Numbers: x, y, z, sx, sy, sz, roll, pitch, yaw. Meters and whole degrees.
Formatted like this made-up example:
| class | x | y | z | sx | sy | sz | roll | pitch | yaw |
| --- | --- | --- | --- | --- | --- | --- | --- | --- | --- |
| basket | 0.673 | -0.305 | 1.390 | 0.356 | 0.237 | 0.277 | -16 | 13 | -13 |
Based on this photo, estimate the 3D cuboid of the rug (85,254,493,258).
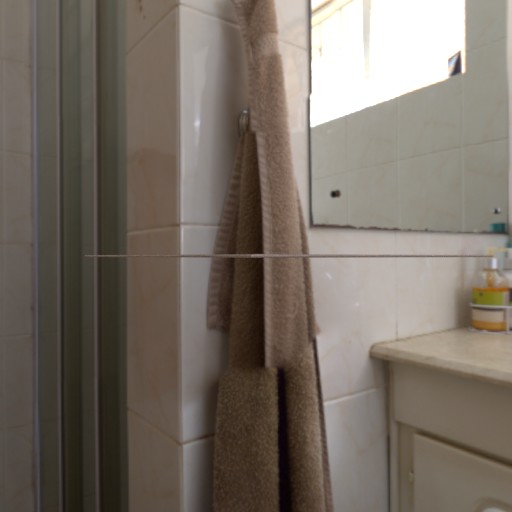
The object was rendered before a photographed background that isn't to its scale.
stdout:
| class | x | y | z | sx | sy | sz | roll | pitch | yaw |
| --- | --- | --- | --- | --- | --- | --- | --- | --- | --- |
| rug | 0.000 | 0.000 | 2.892 | 1.600 | 0.013 | 2.260 | 0 | 0 | -35 |
